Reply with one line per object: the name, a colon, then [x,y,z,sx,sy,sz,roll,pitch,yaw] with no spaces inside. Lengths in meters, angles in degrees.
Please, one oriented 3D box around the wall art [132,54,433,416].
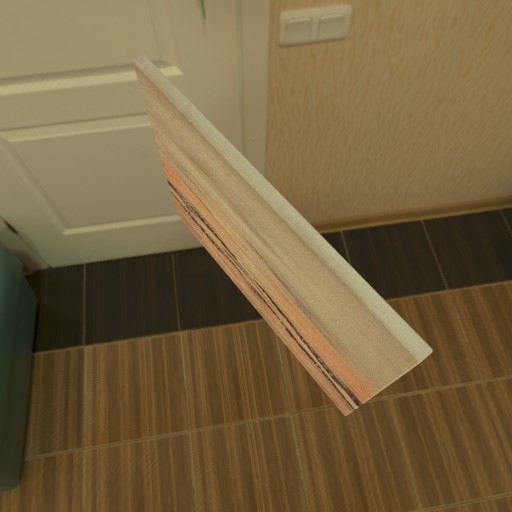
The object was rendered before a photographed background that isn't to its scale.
wall art: [0.000,0.000,1.331,0.038,0.763,1.015,-35,68,-16]
